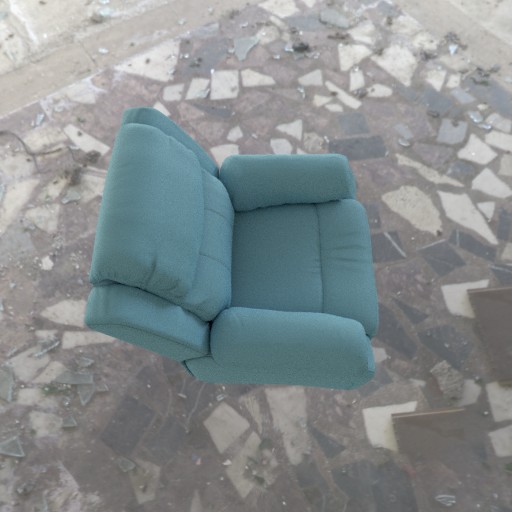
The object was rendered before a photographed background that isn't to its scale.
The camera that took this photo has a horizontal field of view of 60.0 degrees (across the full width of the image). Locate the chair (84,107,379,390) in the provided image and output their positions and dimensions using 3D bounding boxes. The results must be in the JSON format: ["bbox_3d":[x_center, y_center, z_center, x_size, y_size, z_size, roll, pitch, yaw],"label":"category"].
[{"bbox_3d":[0.000,0.000,1.265,0.709,0.702,0.680,1,64,0],"label":"chair"}]
